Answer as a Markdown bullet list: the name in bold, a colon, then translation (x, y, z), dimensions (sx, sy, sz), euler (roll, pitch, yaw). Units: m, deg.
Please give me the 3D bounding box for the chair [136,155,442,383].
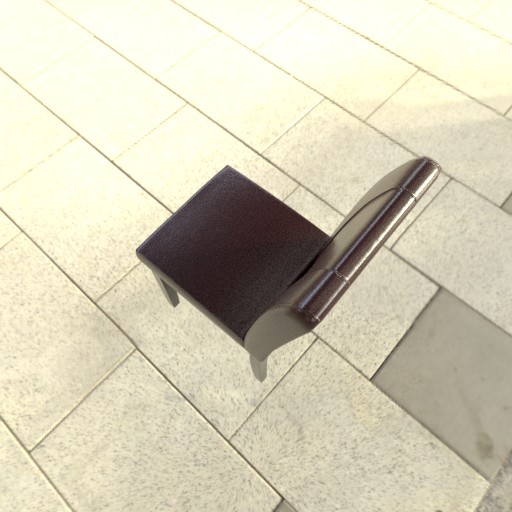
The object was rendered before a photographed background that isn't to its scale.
- **chair**: translation (0.000, 0.000, 1.187), dimensions (0.556, 0.897, 0.399), euler (37, 70, 16)
